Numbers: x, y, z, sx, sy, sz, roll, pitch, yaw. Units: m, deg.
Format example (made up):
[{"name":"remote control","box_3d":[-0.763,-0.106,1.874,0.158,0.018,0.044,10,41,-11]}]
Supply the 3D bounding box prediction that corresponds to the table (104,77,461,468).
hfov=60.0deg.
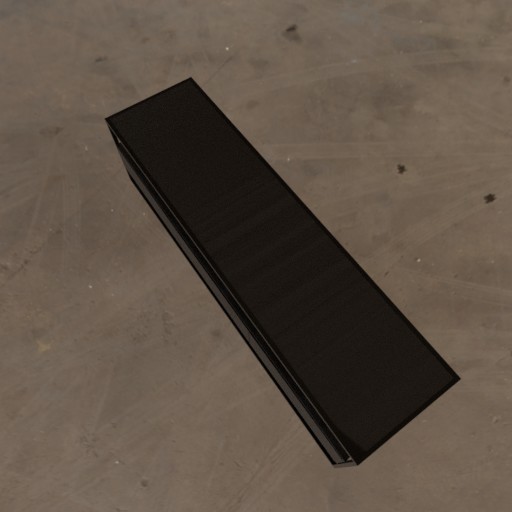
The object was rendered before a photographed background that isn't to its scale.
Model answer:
[{"name":"table","box_3d":[0.000,0.000,1.671,0.399,0.395,1.486,-32,68,-15]}]
